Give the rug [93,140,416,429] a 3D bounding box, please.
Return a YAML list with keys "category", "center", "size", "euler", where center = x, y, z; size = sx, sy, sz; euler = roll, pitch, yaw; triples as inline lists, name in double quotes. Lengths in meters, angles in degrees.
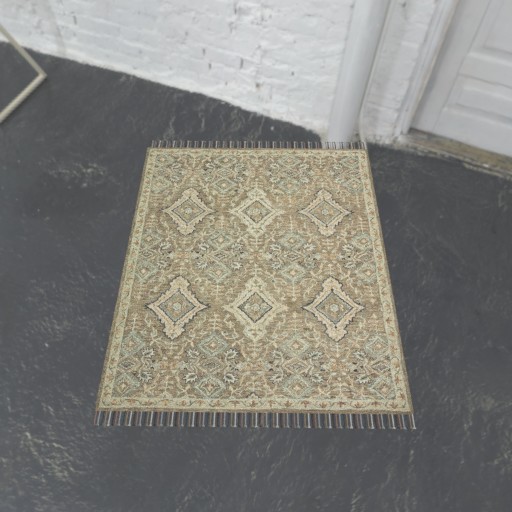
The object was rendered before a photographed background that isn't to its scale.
- category: "rug"
  center: [0.000, 0.000, 4.150]
  size: [2.437, 0.010, 3.056]
  euler: [1, 57, 0]
